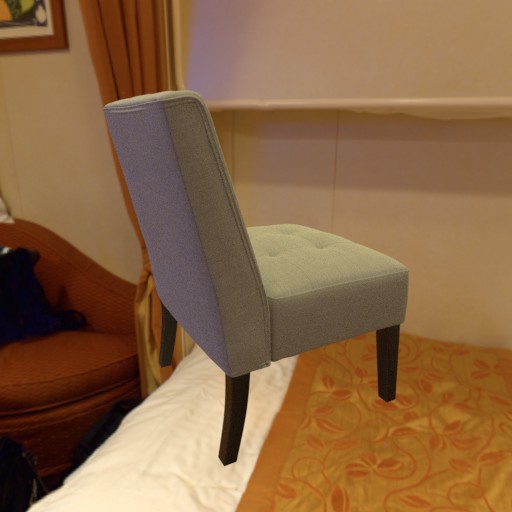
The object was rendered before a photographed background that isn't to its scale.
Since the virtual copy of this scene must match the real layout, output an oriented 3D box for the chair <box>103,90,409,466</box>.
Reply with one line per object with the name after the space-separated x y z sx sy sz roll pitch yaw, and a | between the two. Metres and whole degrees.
0.000 0.000 1.269 0.676 0.853 0.569 -9 19 -27 | chair
